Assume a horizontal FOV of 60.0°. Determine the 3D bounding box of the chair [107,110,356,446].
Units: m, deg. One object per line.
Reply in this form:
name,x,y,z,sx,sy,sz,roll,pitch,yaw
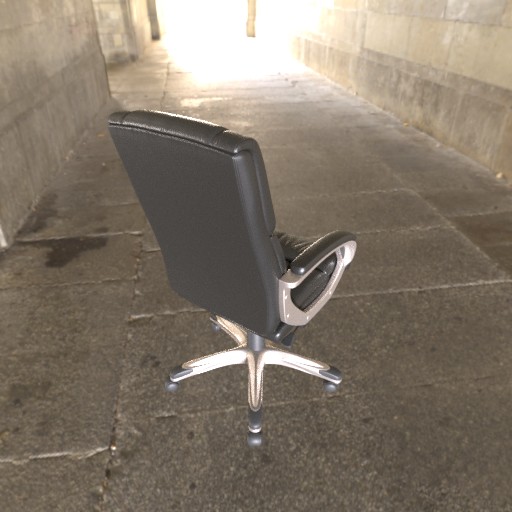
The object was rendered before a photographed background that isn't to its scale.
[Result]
chair,0.000,0.000,1.637,0.700,1.145,0.780,21,37,31
